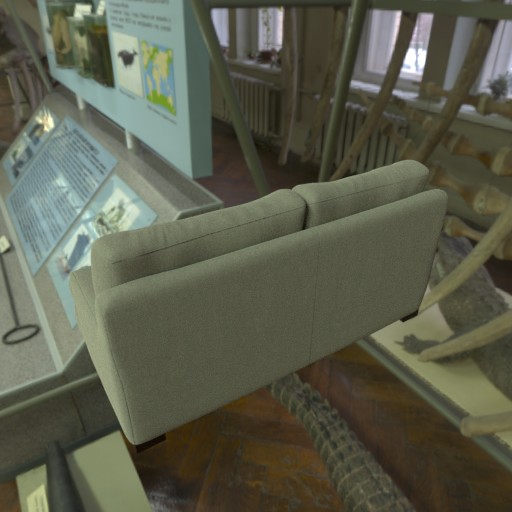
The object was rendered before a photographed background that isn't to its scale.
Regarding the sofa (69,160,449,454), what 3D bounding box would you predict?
[{"bbox_3d":[0.000,0.000,2.408,1.855,0.980,0.962,-18,35,-27],"label":"sofa"}]
